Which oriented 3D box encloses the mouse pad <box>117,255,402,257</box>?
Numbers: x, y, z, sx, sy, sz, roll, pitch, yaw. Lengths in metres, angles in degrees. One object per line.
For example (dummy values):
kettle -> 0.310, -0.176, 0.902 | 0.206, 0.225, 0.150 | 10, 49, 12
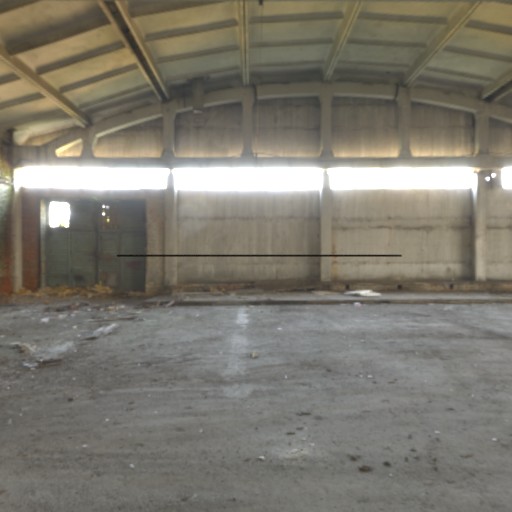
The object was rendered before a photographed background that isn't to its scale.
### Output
mouse pad -> 0.000, 0.000, 1.083 | 0.424, 0.003, 0.907 | 0, 0, -1
